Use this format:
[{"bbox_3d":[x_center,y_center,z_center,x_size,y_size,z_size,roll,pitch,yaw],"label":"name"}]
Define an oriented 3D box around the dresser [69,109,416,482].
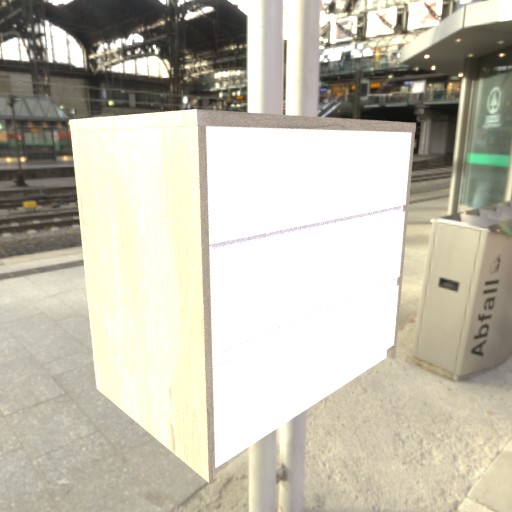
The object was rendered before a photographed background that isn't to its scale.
[{"bbox_3d":[0.000,0.000,1.312,0.809,0.762,0.529,-14,20,-43],"label":"dresser"}]
